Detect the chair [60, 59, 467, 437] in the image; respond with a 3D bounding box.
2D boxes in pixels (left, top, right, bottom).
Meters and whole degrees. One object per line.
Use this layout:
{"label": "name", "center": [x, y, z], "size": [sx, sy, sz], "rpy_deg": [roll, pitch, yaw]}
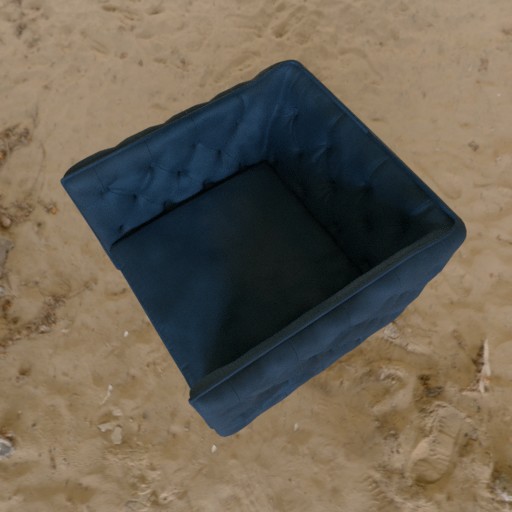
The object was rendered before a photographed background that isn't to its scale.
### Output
{"label": "chair", "center": [0.000, 0.000, 1.569], "size": [0.877, 0.771, 0.868], "rpy_deg": [-31, 68, -14]}
